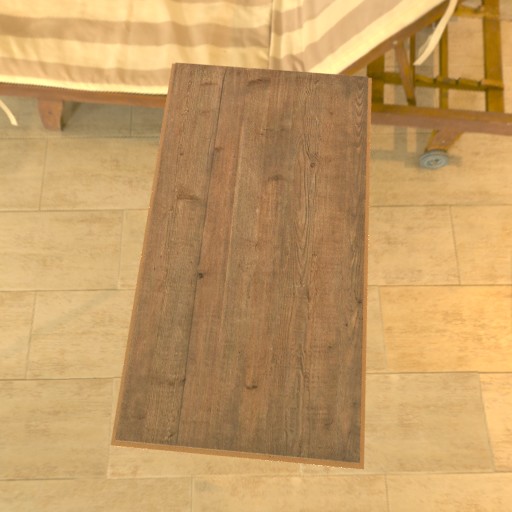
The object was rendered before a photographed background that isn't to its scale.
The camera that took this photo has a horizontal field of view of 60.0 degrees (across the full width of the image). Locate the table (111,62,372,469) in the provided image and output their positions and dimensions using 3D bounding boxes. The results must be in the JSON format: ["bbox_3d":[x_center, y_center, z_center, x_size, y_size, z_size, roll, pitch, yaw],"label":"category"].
[{"bbox_3d":[0.000,0.000,1.722,0.775,0.468,1.387,5,75,1],"label":"table"}]
